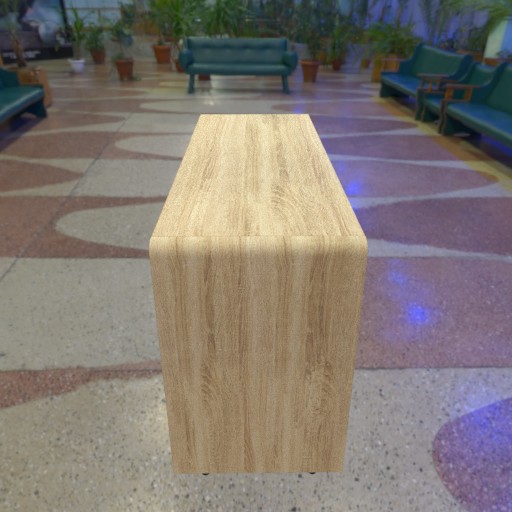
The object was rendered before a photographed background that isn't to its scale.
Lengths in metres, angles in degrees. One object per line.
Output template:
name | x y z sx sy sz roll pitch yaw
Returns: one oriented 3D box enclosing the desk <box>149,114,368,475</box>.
desk | 0.000 0.000 1.684 0.500 0.750 1.300 0 31 -1
